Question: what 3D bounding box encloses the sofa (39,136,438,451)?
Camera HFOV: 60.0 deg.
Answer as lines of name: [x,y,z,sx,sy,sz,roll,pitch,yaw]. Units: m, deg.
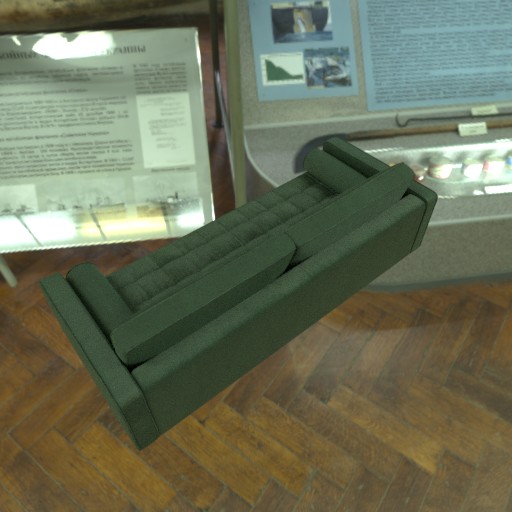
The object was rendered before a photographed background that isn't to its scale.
sofa: [0.000,0.000,2.641,2.199,0.769,0.918,-31,53,-26]
